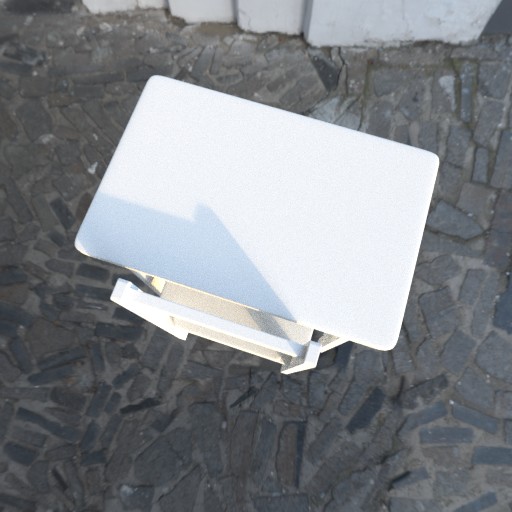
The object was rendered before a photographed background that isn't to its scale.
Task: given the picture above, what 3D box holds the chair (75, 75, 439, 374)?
[{"bbox_3d":[0.000,0.000,1.076,0.599,0.673,0.461,17,75,5],"label":"chair"}]
